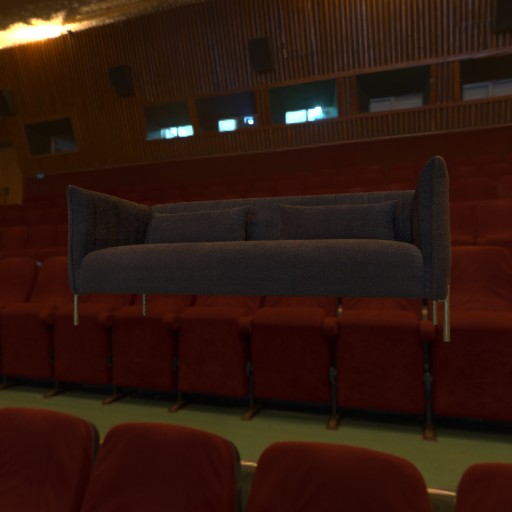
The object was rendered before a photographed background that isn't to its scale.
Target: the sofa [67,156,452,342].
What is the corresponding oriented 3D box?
[{"bbox_3d":[0.000,0.000,2.506,1.980,0.780,0.876,-1,-3,19],"label":"sofa"}]
